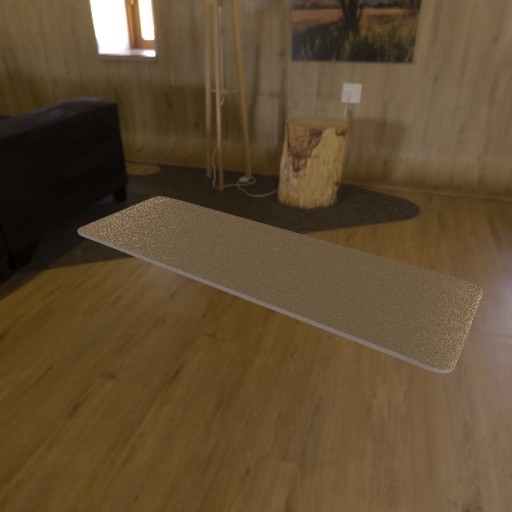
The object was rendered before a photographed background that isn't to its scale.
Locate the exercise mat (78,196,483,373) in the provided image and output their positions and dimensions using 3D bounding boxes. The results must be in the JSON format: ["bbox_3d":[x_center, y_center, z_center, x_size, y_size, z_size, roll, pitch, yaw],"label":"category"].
[{"bbox_3d":[0.000,0.000,2.069,1.884,0.021,0.616,18,33,29],"label":"exercise mat"}]
